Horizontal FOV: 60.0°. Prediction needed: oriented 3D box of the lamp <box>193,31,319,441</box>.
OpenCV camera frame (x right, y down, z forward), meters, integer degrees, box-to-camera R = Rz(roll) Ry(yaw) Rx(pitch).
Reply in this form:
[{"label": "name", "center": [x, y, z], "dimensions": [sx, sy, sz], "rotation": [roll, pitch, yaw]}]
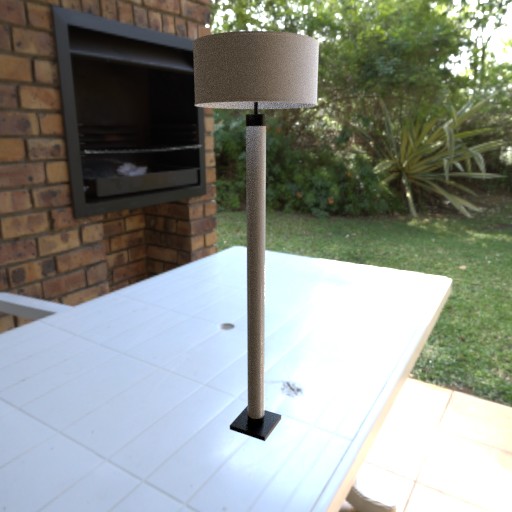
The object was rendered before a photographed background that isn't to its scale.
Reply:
[{"label": "lamp", "center": [0.000, 0.000, 1.668], "dimensions": [0.420, 1.475, 0.420], "rotation": [8, 17, 26]}]
